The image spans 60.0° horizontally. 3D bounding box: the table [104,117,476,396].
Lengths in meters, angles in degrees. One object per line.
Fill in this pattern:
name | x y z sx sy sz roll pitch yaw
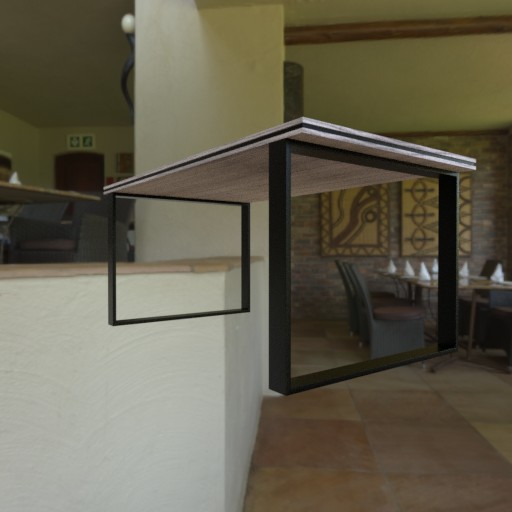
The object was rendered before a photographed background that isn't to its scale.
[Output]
table | 0.000 0.000 2.036 0.881 0.736 1.579 -1 1 -37
